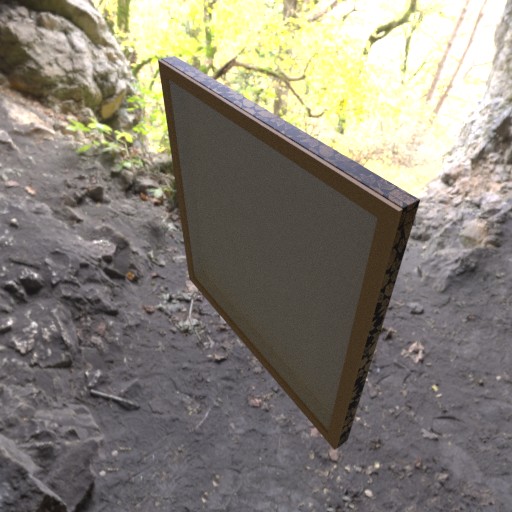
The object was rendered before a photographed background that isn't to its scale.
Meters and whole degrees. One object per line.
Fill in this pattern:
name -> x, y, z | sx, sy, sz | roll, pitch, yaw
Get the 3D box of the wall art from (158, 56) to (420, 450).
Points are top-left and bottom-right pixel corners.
wall art -> 0.000, 0.000, 0.899 | 0.038, 0.612, 0.612 | -26, 48, -25
